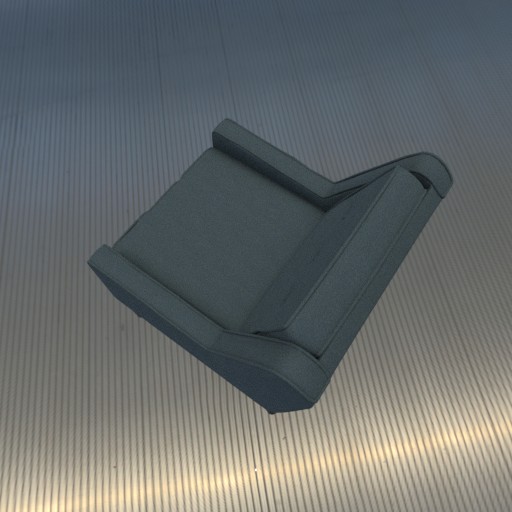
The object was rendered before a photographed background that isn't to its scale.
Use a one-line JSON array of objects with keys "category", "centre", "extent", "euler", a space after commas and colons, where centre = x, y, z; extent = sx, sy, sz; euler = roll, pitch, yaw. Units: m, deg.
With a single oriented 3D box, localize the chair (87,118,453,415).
[{"category": "chair", "centre": [0.000, 0.000, 1.344], "extent": [0.733, 0.780, 0.663], "euler": [33, 69, 15]}]
